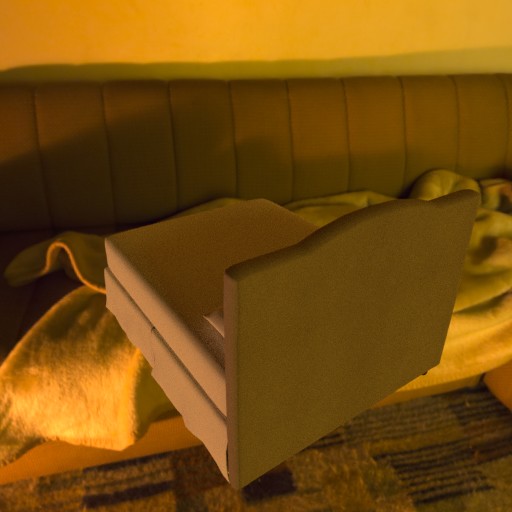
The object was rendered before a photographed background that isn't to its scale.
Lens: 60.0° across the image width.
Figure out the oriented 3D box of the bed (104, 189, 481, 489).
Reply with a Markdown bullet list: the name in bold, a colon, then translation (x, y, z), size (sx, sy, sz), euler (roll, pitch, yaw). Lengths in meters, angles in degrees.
- **bed**: translation (0.000, 0.000, 3.183), size (1.744, 1.441, 2.128), euler (-18, 33, -30)
